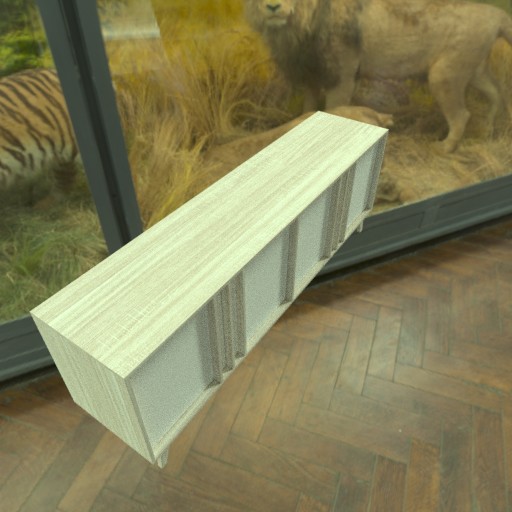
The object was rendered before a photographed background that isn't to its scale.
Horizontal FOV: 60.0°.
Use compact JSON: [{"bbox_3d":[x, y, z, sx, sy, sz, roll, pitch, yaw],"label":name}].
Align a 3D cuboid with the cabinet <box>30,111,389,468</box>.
[{"bbox_3d":[0.000,0.000,2.460,0.500,0.780,2.200,24,47,25],"label":"cabinet"}]
